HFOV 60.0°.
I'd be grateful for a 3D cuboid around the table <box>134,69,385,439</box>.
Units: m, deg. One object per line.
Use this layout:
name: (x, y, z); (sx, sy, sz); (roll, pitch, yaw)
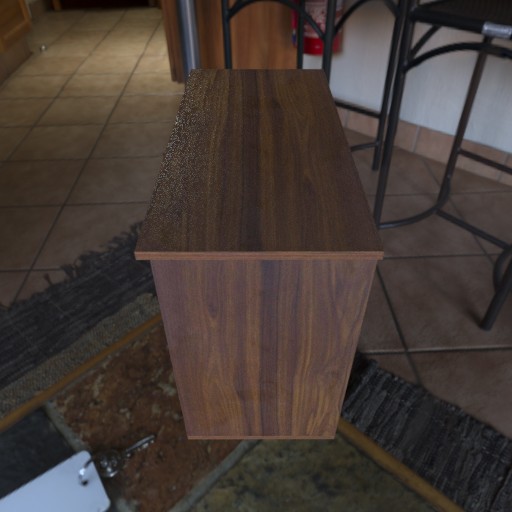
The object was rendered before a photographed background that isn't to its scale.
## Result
table: (0.000, 0.000, 1.213); (0.390, 0.725, 0.802); (0, 41, 0)
